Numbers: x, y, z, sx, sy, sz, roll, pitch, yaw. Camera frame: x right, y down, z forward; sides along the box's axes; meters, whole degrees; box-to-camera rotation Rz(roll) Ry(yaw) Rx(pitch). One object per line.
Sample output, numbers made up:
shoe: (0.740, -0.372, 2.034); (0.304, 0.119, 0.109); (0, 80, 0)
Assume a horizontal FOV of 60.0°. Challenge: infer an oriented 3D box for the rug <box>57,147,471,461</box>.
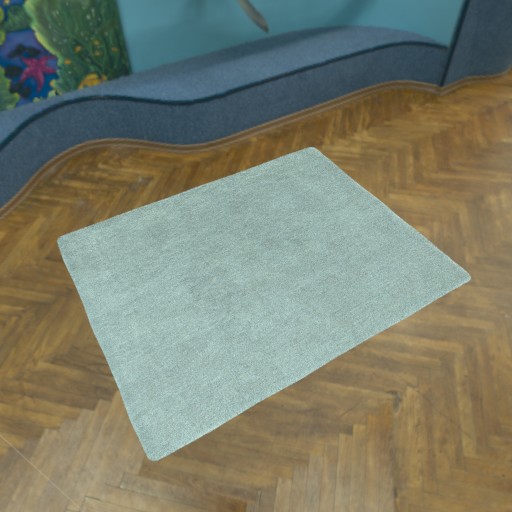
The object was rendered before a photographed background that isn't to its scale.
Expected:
rug: (0.000, 0.000, 3.907); (2.933, 0.027, 2.332); (-24, 51, -21)
